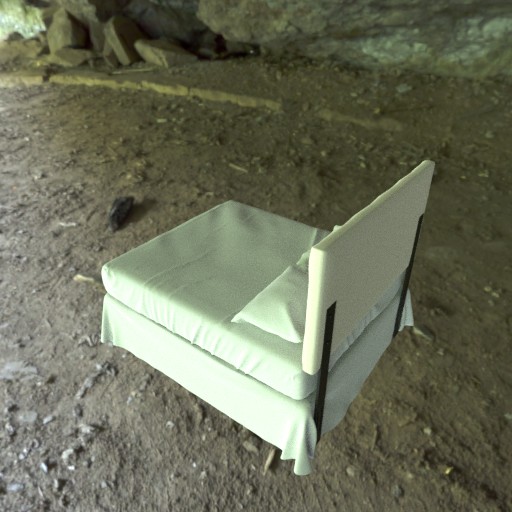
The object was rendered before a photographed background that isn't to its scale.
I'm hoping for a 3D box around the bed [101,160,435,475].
[{"bbox_3d":[0.000,0.000,3.592,2.222,1.577,1.936,21,37,31],"label":"bed"}]
